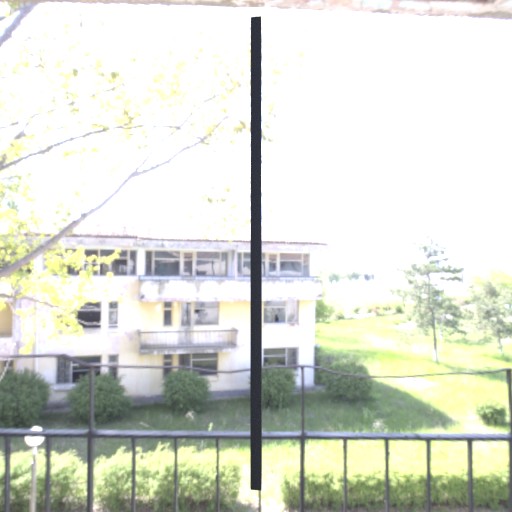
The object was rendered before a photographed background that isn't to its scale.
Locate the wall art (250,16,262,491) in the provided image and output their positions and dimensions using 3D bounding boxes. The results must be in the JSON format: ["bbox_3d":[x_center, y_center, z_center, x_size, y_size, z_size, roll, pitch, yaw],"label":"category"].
[{"bbox_3d":[0.000,0.000,0.944,0.016,0.659,0.663,0,-1,0],"label":"wall art"}]
